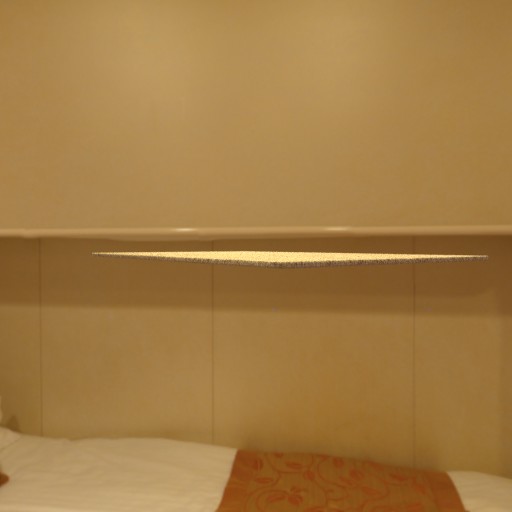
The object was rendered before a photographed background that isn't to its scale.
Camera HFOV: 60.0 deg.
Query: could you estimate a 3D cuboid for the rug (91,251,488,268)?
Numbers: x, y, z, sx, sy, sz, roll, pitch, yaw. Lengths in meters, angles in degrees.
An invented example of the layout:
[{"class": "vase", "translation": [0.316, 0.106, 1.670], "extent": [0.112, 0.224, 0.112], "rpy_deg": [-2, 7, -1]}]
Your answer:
[{"class": "rug", "translation": [0.000, 0.000, 2.960], "extent": [1.500, 0.025, 2.349], "rpy_deg": [-1, 2, -36]}]
